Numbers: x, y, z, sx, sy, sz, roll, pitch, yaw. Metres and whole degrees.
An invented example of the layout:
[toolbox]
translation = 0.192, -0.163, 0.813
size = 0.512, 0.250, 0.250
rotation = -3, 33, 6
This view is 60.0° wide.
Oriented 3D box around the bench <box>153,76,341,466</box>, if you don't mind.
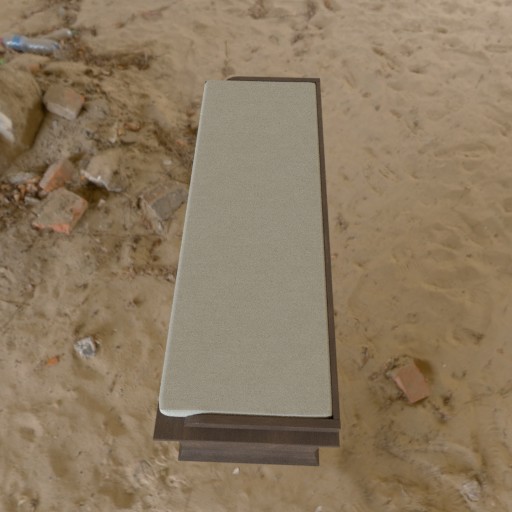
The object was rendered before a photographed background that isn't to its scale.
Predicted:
[bench]
translation = 0.000, 0.000, 1.428
size = 0.402, 0.501, 1.185
rotation = 2, 59, 1
